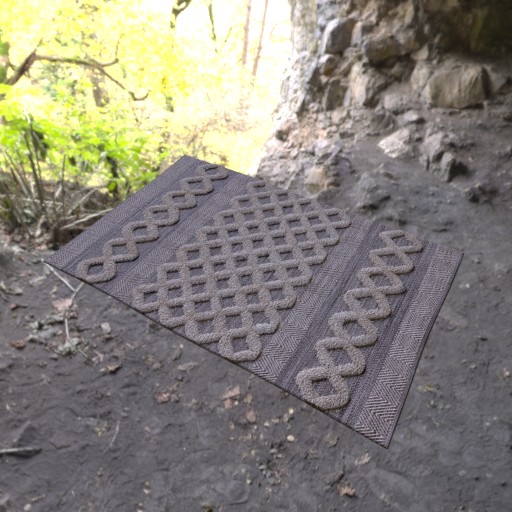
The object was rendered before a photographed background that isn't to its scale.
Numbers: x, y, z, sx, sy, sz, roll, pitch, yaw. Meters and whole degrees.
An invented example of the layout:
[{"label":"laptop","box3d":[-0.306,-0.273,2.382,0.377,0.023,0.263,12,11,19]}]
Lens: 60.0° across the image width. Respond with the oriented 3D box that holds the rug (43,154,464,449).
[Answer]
[{"label":"rug","box3d":[0.000,0.000,2.913,2.333,0.033,1.513,23,49,22]}]
